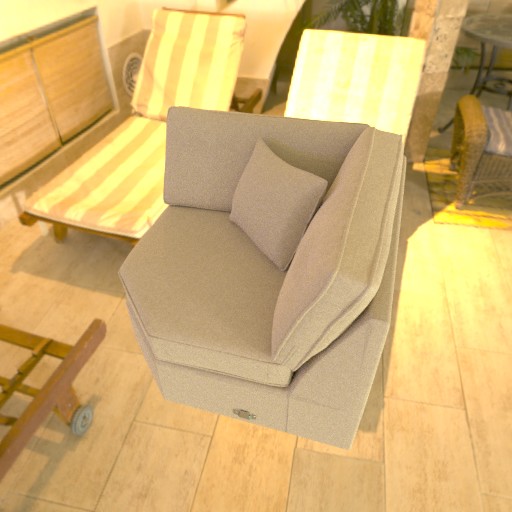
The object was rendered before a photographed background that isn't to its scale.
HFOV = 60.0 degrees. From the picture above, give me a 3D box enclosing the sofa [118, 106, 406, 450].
[{"bbox_3d":[0.000,0.000,1.839,1.050,0.937,1.042,12,42,13],"label":"sofa"}]
